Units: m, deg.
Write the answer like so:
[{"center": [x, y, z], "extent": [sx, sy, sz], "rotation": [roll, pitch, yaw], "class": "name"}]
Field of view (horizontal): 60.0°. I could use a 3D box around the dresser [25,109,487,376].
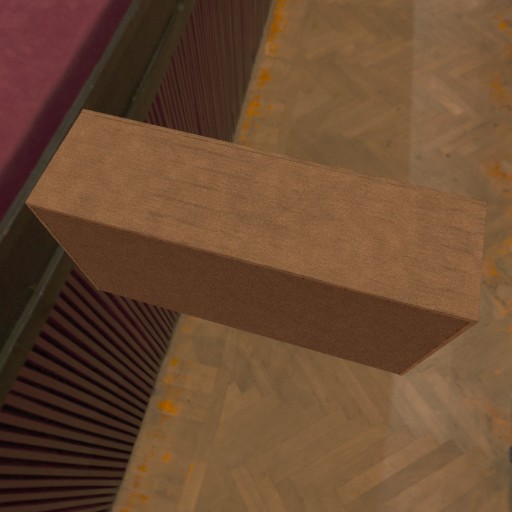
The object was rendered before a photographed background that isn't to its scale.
[{"center": [0.000, 0.000, 2.023], "extent": [1.628, 0.889, 0.483], "rotation": [15, 64, 7], "class": "dresser"}]
